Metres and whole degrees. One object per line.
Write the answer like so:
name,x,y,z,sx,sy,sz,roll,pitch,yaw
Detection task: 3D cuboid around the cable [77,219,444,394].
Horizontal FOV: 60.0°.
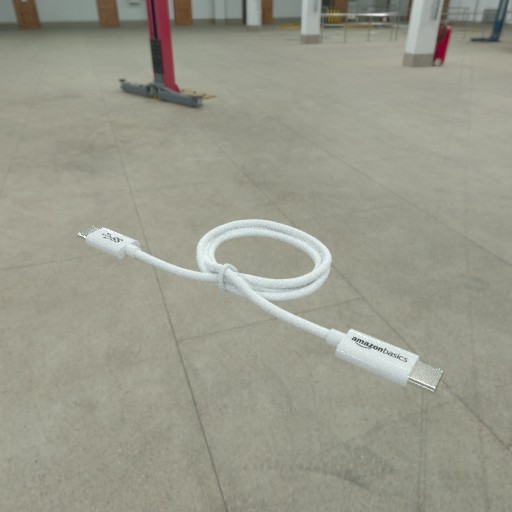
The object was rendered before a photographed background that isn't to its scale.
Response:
cable,0.000,0.000,0.210,0.186,0.014,0.070,20,36,30
